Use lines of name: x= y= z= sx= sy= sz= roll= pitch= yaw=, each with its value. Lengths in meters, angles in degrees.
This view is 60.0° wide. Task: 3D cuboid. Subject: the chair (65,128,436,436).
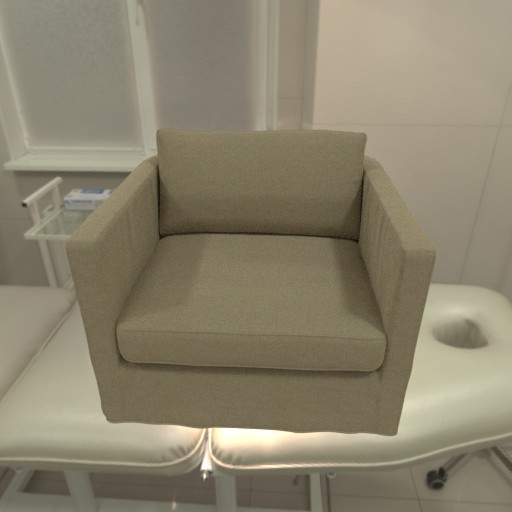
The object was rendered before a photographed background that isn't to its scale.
chair: x=0.000 y=0.000 z=1.728 sx=1.057 sy=0.863 sz=0.949 roll=2 pitch=29 yaw=3
